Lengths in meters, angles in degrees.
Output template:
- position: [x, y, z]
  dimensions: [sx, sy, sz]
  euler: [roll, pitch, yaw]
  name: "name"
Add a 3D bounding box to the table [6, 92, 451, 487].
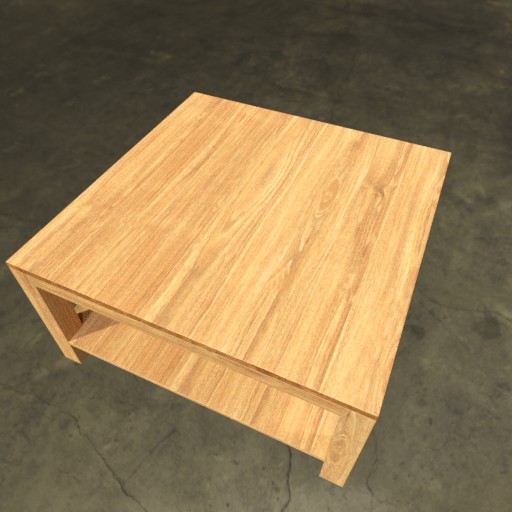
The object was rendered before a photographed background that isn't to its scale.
- position: [0.000, 0.000, 1.370]
  dimensions: [0.900, 0.450, 0.900]
  euler: [19, 51, 16]
  name: "table"
